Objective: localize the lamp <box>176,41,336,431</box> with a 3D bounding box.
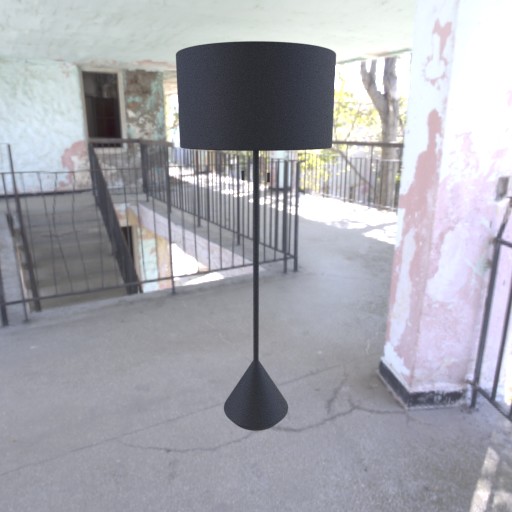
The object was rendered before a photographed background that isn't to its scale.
[{"bbox_3d":[0.000,0.000,1.835,0.580,1.526,0.580,-3,16,-9],"label":"lamp"}]
